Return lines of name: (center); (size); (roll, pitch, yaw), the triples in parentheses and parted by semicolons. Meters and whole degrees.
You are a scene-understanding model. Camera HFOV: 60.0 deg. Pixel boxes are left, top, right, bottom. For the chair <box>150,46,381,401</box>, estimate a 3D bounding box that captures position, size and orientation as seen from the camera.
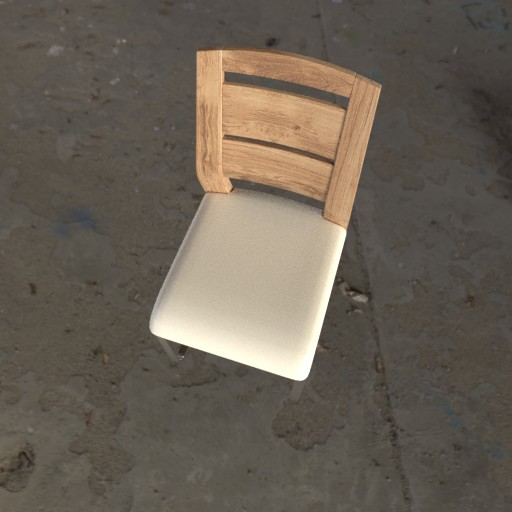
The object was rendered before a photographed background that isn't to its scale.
chair: (0.000, 0.000, 1.257); (0.457, 0.955, 0.561); (16, 60, 9)
